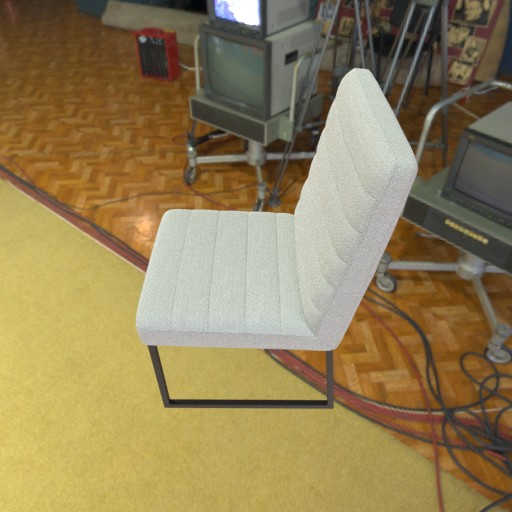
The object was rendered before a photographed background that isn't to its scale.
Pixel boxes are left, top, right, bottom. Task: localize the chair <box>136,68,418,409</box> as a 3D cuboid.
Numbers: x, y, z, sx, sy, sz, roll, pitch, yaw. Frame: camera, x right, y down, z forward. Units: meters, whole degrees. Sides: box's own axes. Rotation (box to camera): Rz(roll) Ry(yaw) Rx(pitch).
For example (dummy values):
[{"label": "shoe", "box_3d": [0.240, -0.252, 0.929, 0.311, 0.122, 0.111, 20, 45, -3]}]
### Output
[{"label": "chair", "box_3d": [0.000, 0.000, 1.312, 0.634, 0.930, 0.520, 0, 42, 0]}]
